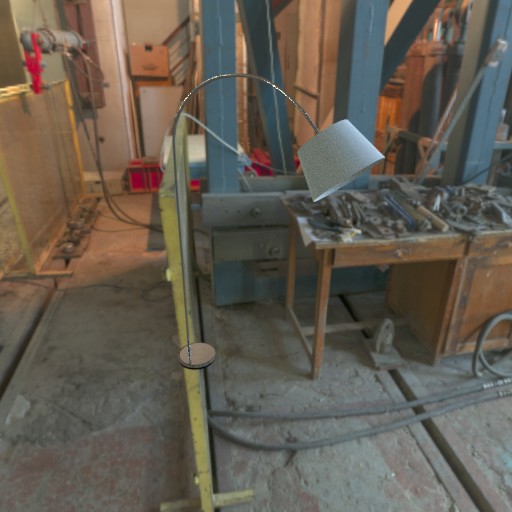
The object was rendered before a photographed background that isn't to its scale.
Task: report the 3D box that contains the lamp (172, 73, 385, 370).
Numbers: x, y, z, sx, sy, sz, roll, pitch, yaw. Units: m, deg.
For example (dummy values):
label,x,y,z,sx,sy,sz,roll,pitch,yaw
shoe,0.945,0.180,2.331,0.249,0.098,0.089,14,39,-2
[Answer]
label,x,y,z,sx,sy,sz,roll,pitch,yaw
lamp,0.000,0.000,2.758,1.445,2.098,0.406,17,30,32
